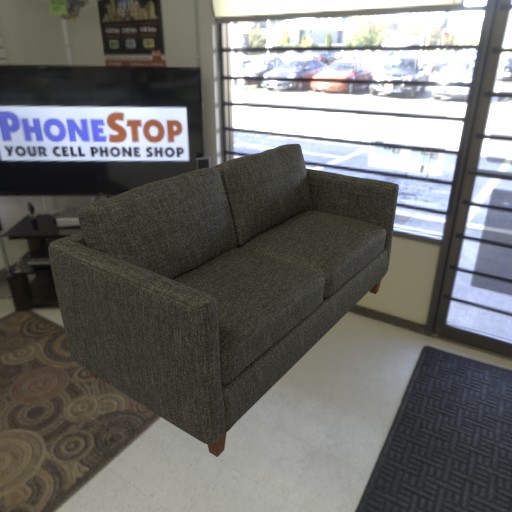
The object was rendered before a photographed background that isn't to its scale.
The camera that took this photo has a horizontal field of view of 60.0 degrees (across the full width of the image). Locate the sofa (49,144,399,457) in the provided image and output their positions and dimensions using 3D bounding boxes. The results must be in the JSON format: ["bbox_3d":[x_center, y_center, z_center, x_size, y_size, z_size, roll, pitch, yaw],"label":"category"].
[{"bbox_3d":[0.000,0.000,2.483,0.950,0.963,1.884,17,30,32],"label":"sofa"}]
